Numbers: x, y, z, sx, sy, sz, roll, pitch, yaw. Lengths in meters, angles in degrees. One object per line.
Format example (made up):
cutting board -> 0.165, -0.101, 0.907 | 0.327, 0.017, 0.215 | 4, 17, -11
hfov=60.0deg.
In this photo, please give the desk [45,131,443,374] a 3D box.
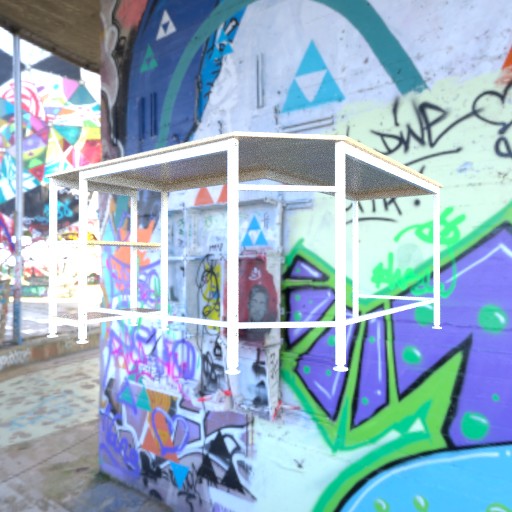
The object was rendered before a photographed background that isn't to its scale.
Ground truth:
desk -> 0.000, 0.000, 2.156 | 1.379, 0.739, 1.379 | 0, -1, 37
